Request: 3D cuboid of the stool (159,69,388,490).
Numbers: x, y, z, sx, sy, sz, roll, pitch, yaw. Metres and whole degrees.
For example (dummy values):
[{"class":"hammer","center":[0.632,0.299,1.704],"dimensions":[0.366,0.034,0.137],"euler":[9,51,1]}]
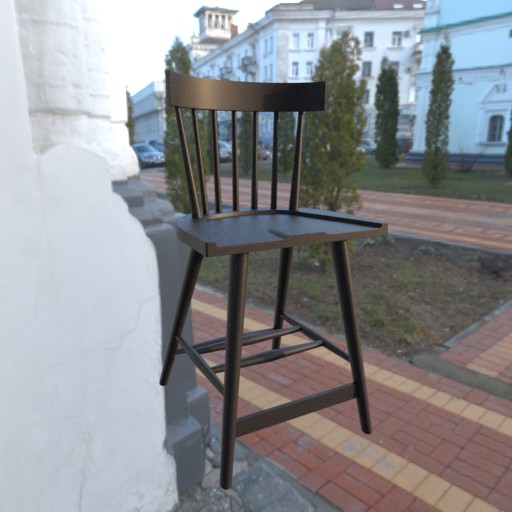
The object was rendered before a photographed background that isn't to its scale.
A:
[{"class":"stool","center":[0.000,0.000,1.252],"dimensions":[0.494,0.953,0.549],"euler":[-7,16,-27]}]
